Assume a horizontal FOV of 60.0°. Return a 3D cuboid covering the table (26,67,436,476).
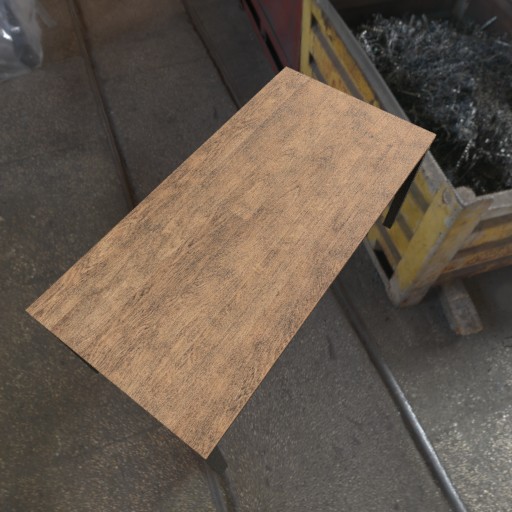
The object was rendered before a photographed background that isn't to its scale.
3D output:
[{"bbox_3d":[0.000,0.000,2.280,0.893,0.767,1.805,32,64,17],"label":"table"}]
